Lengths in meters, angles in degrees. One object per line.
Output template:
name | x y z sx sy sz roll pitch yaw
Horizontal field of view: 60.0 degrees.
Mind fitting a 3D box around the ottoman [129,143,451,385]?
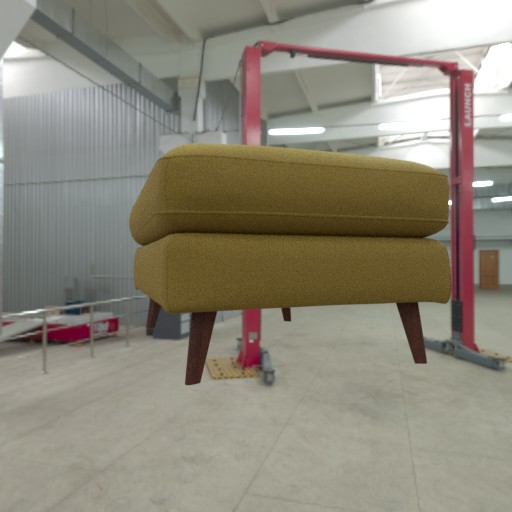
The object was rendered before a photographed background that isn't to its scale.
ottoman | 0.000 0.000 1.171 0.608 0.449 0.811 0 -1 -19
